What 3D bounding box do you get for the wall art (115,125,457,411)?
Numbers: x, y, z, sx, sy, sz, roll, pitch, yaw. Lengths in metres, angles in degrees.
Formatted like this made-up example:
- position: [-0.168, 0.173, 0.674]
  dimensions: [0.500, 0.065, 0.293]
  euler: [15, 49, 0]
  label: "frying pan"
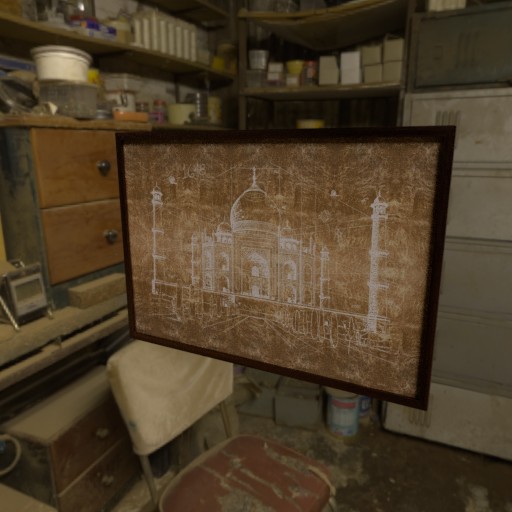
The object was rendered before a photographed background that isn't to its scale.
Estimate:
- position: [0.000, 0.000, 0.555]
  dimensions: [0.431, 0.304, 0.012]
  euler: [7, 15, 26]
  label: "wall art"
